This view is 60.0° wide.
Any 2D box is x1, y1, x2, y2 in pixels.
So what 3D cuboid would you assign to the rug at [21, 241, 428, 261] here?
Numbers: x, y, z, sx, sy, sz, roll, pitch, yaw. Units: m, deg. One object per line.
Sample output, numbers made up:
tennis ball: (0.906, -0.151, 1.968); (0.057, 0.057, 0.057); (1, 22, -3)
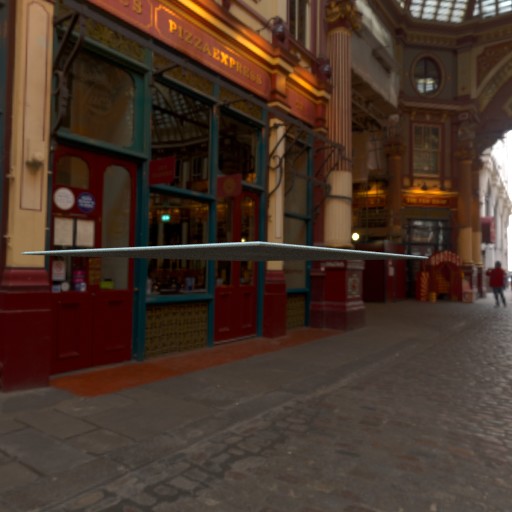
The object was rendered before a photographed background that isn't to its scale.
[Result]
rug: (0.000, 0.000, 2.861); (1.589, 0.014, 2.205); (-1, -2, 35)
